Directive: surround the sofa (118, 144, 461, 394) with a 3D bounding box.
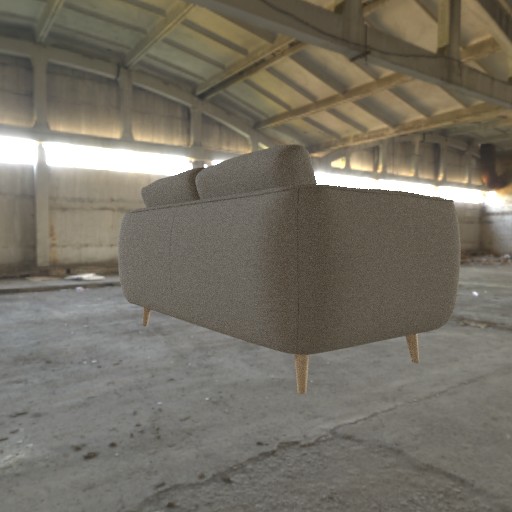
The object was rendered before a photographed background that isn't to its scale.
[{"bbox_3d":[0.000,0.000,2.204,0.920,0.850,1.700,-2,3,-35],"label":"sofa"}]
